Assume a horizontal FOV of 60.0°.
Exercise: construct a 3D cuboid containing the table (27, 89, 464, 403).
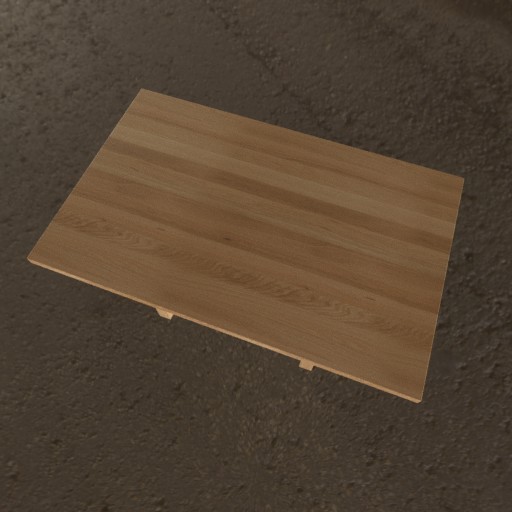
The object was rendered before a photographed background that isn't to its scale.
[{"bbox_3d":[0.000,0.000,1.520,1.100,0.510,0.700,18,64,9],"label":"table"}]
